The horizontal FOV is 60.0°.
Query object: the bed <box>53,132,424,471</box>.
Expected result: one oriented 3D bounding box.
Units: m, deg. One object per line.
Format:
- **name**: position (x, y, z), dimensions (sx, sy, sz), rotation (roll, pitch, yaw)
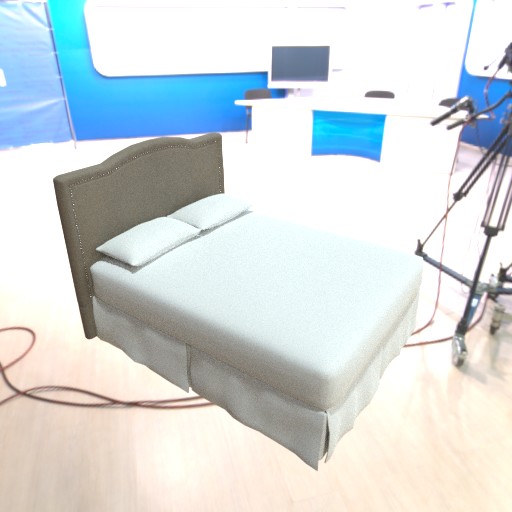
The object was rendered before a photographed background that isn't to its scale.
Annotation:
- **bed**: position (0.000, 0.000, 3.284), dimensions (2.128, 1.441, 1.744), rotation (18, 33, 31)
